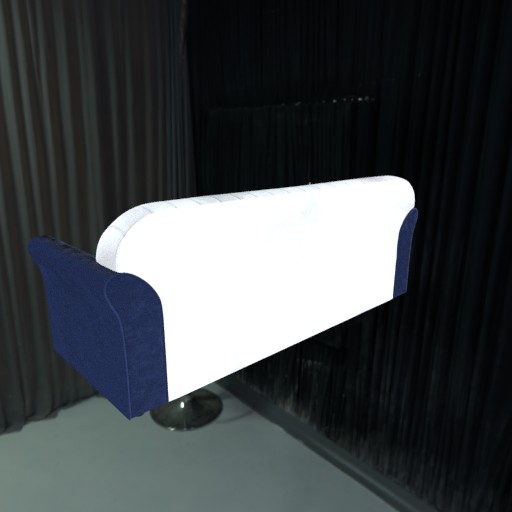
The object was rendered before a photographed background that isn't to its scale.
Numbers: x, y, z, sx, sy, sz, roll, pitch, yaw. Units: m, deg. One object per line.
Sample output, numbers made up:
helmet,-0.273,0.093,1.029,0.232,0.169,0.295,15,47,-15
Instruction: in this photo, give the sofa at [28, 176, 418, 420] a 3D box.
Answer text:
sofa,0.000,0.000,2.349,2.006,0.789,0.749,-14,21,-41
